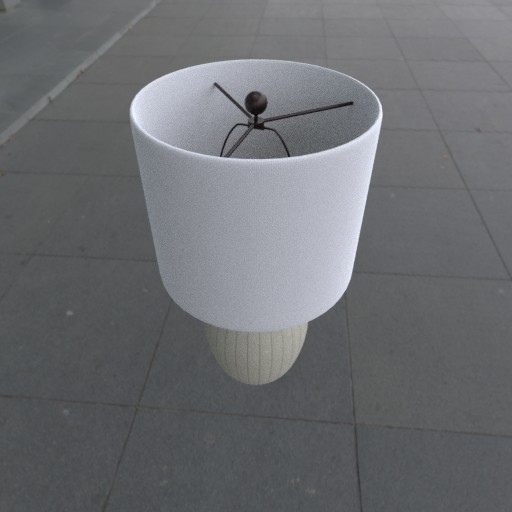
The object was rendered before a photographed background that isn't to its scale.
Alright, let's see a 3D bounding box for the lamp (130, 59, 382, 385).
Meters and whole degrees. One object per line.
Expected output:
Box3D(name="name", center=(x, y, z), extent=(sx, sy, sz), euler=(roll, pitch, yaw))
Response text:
Box3D(name="lamp", center=(0.000, 0.000, 0.765), extent=(0.329, 0.570, 0.329), euler=(14, 43, 15))
